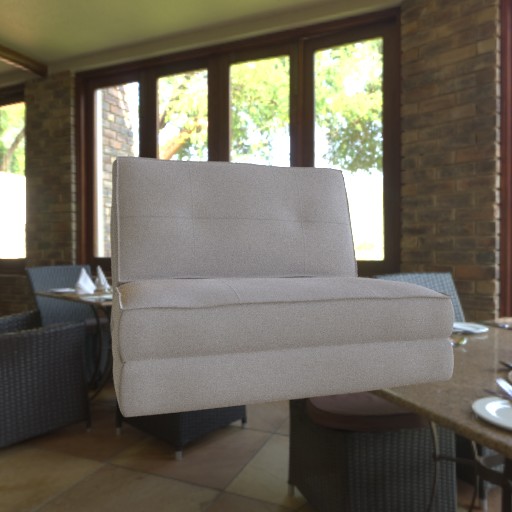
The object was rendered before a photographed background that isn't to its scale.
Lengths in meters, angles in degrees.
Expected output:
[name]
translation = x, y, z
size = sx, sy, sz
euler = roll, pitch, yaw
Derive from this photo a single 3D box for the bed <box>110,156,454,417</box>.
[bed]
translation = 0.000, 0.000, 1.284
size = 0.799, 0.614, 0.749
euler = 0, 1, -19
